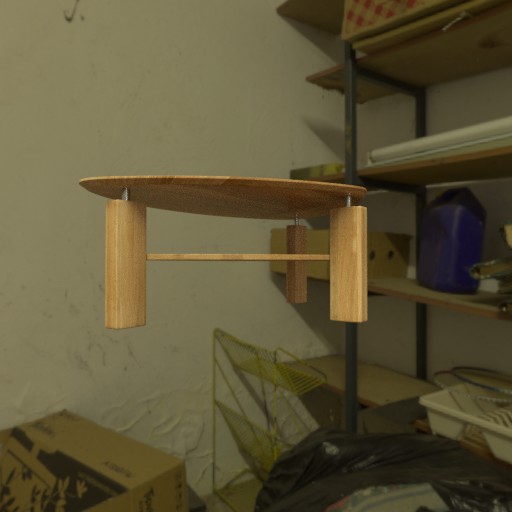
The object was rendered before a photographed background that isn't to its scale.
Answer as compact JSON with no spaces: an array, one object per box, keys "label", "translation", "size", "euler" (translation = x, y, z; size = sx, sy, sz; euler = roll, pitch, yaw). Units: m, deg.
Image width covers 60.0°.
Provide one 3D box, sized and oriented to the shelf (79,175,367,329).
[{"label":"shelf","translation":[0.000,0.000,1.694],"size":[0.863,0.439,1.240],"euler":[-1,-1,35]}]
